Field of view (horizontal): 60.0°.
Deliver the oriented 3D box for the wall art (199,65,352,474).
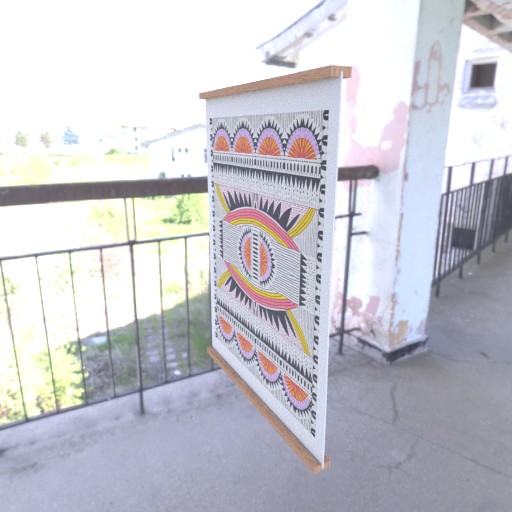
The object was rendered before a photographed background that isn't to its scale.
[{"bbox_3d":[0.000,0.000,0.722,0.028,0.527,0.403,-8,18,-27],"label":"wall art"}]
